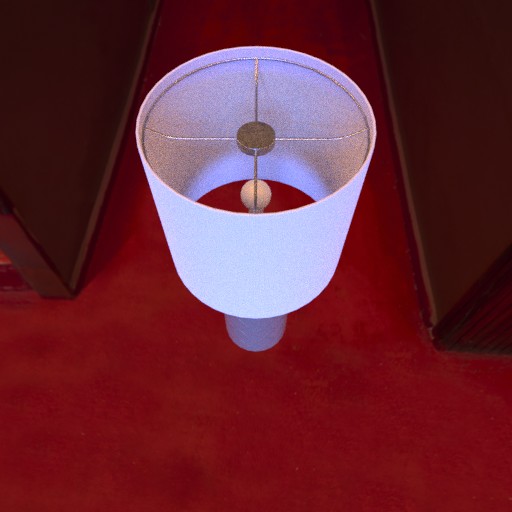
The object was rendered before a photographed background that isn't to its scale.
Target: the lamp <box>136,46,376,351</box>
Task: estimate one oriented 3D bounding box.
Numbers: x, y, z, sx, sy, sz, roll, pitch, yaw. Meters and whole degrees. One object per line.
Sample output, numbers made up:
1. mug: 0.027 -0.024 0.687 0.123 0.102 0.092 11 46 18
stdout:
1. lamp: 0.000 0.000 0.581 0.207 0.461 0.207 0 59 0
